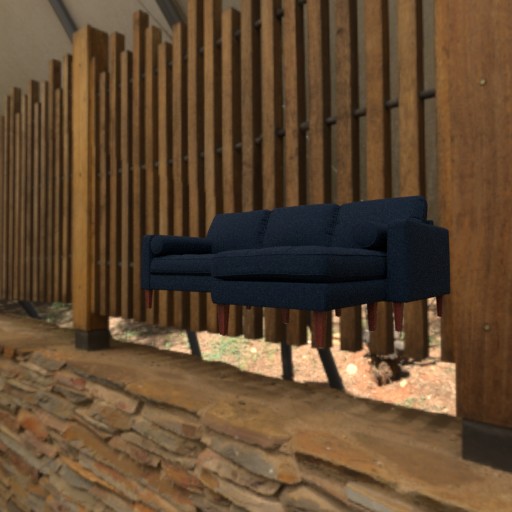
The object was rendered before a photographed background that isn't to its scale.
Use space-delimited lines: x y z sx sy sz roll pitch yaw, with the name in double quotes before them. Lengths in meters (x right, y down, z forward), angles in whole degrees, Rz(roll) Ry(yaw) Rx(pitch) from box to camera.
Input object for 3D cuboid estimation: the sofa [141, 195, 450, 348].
"sofa" 0.000 0.000 3.063 2.185 0.841 1.613 -1 -1 37
